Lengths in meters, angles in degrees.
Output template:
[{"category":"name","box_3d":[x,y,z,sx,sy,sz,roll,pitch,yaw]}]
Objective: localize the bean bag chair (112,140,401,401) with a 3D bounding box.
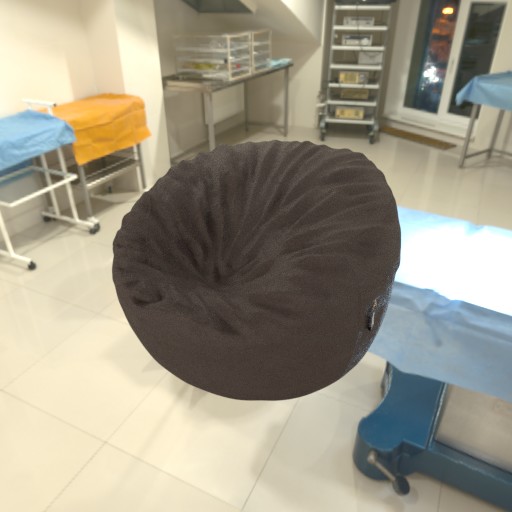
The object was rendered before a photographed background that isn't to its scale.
[{"category":"bean bag chair","box_3d":[0.000,0.000,2.023,1.245,0.821,1.245,0,31,0]}]
